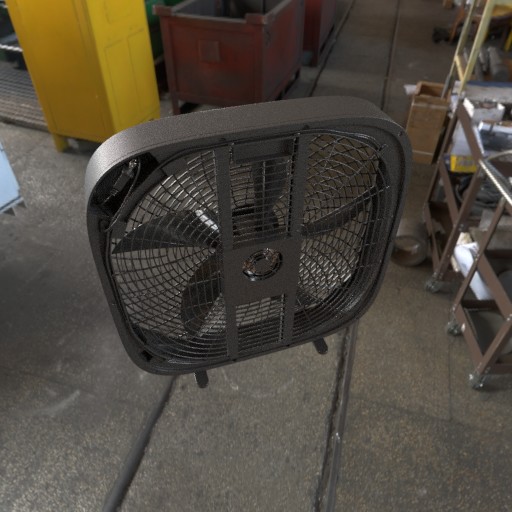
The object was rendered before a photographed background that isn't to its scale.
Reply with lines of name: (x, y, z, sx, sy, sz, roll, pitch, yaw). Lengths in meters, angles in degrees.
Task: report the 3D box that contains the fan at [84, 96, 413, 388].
fan: (0.000, 0.000, 0.803, 0.526, 0.533, 0.142, -12, 44, -13)
